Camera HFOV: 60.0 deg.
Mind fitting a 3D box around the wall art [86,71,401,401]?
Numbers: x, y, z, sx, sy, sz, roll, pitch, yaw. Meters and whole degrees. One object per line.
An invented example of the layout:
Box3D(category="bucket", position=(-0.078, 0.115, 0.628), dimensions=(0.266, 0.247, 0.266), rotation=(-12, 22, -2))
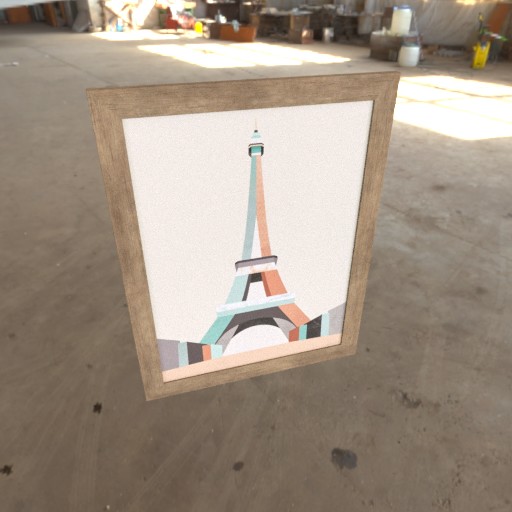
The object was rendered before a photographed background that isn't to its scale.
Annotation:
Box3D(category="wall art", position=(0.000, 0.000, 0.914), dimensions=(0.534, 0.686, 0.018), rotation=(-9, 33, -14))
